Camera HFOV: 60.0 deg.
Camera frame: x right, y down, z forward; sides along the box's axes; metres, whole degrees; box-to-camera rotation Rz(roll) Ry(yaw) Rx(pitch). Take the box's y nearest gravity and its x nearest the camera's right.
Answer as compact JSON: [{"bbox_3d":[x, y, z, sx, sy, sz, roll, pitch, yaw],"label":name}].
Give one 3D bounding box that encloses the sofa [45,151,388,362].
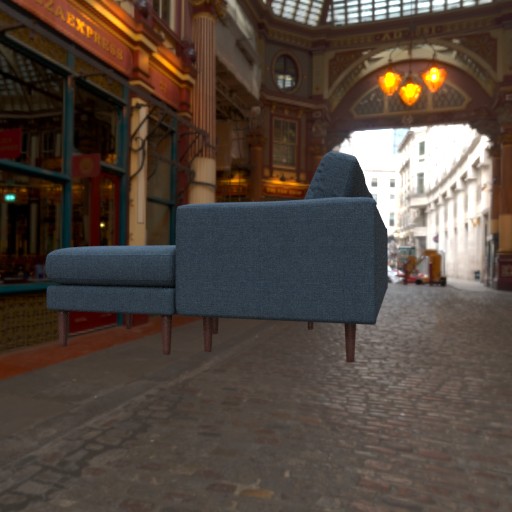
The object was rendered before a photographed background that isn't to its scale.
[{"bbox_3d":[0.000,0.000,3.000,1.667,0.957,2.055,0,0,18],"label":"sofa"}]
